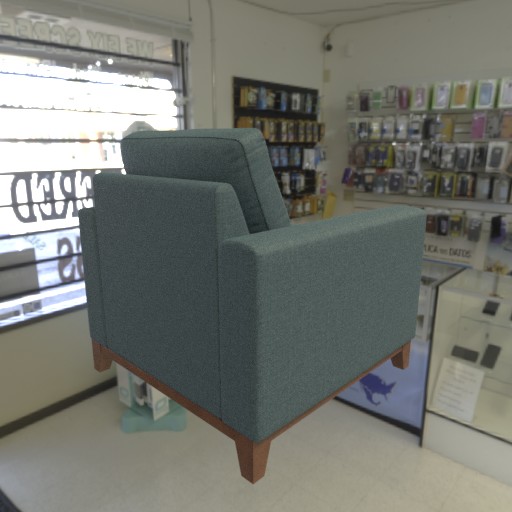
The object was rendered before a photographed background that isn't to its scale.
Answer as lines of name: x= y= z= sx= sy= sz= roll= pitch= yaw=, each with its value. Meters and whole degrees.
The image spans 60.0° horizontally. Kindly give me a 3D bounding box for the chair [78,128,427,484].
chair: x=0.000 y=0.000 z=1.855 sx=1.024 sy=1.010 sz=1.038 roll=13 pitch=20 yaw=43
